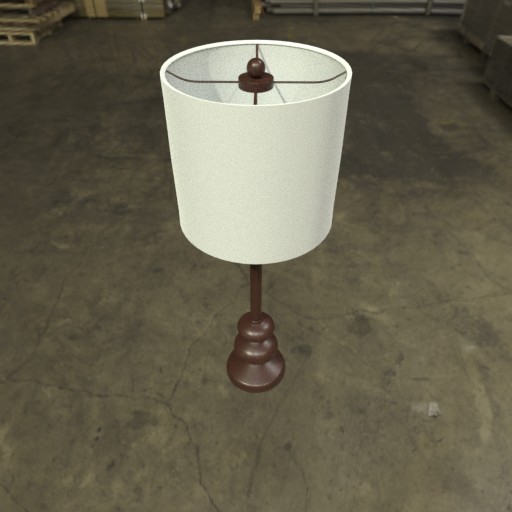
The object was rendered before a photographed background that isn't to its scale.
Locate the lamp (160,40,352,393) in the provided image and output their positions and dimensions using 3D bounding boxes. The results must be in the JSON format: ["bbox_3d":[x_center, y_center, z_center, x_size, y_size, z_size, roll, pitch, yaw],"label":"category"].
[{"bbox_3d":[0.000,0.000,0.809,0.254,0.690,0.254,1,41,1],"label":"lamp"}]
